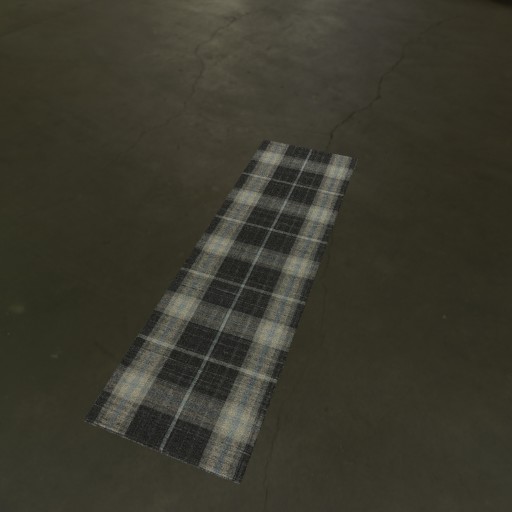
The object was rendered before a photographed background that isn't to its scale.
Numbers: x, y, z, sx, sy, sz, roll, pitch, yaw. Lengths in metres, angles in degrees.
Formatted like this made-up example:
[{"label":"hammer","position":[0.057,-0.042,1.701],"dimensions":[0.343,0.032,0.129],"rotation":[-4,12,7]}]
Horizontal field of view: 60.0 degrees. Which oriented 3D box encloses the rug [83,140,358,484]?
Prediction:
[{"label":"rug","position":[0.000,0.000,2.669],"dimensions":[0.760,0.012,2.434],"rotation":[15,49,14]}]
